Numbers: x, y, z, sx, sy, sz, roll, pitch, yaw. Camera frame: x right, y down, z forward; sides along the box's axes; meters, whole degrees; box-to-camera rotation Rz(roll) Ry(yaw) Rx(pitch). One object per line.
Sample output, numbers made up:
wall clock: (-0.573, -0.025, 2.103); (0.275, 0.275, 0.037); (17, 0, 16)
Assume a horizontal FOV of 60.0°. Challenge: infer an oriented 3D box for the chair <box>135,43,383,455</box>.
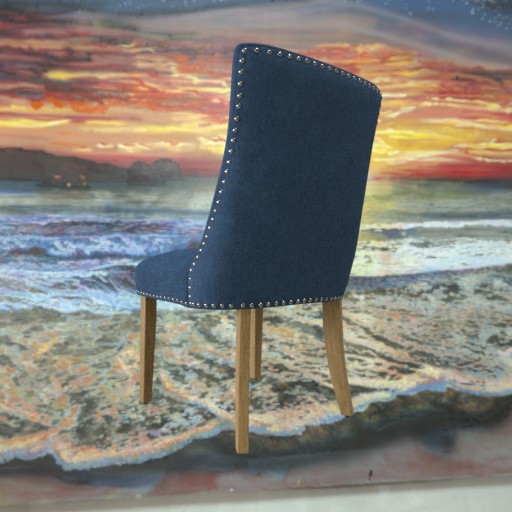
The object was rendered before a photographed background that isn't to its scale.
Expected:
chair: (0.000, 0.000, 1.258); (0.495, 0.902, 0.610); (0, 0, -38)
